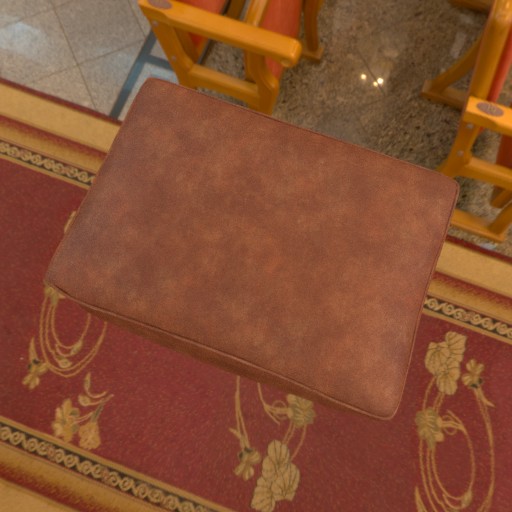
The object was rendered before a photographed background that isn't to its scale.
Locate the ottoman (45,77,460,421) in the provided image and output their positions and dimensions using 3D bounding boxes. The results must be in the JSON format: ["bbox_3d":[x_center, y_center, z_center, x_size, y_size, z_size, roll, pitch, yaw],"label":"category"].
[{"bbox_3d":[0.000,0.000,0.968,0.665,0.418,0.501,20,76,5],"label":"ottoman"}]
